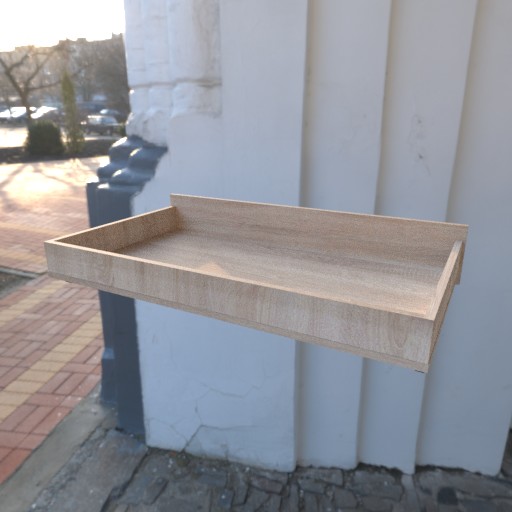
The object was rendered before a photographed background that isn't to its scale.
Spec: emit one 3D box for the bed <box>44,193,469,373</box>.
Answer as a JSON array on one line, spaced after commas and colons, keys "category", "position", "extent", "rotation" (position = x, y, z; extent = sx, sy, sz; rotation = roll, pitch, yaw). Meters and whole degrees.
[{"category": "bed", "position": [0.000, 0.000, 1.456], "extent": [1.200, 0.209, 0.685], "rotation": [10, 20, 27]}]
